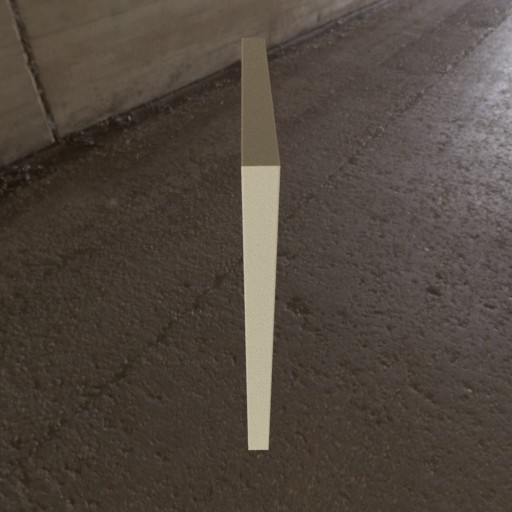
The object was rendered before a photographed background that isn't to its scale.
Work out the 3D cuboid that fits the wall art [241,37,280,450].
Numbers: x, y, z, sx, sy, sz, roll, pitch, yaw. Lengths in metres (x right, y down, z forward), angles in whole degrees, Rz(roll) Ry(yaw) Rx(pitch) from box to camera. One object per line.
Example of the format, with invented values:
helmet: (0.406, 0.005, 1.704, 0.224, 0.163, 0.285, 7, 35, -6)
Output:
wall art: (0.000, 0.000, 0.790, 0.038, 0.608, 0.418, -1, 42, -1)
